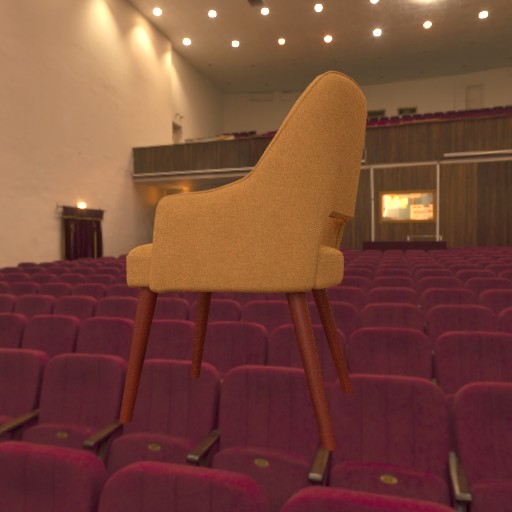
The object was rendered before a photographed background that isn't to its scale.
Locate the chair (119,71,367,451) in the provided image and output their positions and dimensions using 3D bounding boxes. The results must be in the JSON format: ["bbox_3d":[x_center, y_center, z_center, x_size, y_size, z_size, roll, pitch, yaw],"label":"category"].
[{"bbox_3d":[0.000,0.000,1.247,0.605,0.849,0.548,0,1,17],"label":"chair"}]
